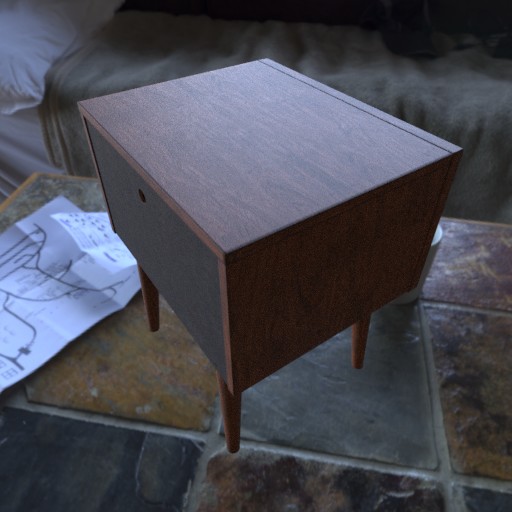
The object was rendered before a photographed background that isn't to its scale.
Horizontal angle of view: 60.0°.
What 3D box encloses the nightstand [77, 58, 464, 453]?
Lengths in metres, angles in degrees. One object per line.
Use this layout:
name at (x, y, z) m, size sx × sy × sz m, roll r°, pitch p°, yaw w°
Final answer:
nightstand at (0.000, 0.000, 0.955) m, size 0.445 × 0.607 × 0.521 m, roll -25°, pitch 47°, yaw -25°
